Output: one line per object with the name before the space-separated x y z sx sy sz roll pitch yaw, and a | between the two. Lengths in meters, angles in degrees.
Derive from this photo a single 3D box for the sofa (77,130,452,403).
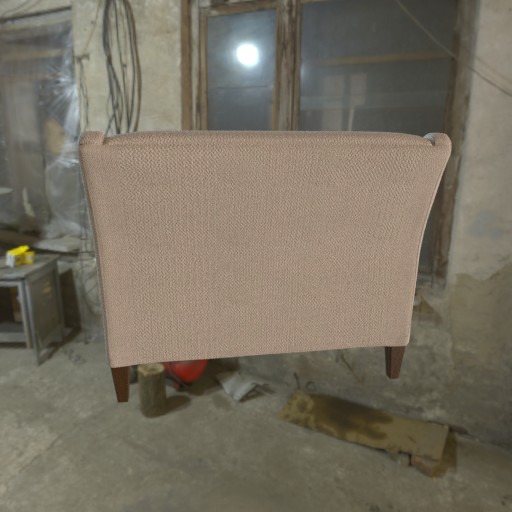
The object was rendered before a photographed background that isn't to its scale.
sofa | 0.000 0.000 1.924 1.242 1.022 0.870 -2 14 -9
